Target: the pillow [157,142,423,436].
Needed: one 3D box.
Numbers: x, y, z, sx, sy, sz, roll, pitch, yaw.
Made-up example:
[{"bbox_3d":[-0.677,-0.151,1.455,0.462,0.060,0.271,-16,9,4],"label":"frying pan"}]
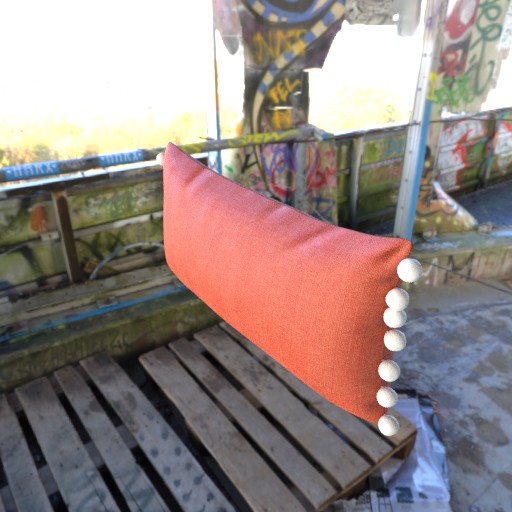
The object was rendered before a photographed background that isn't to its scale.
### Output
[{"bbox_3d":[0.000,0.000,0.838,0.201,0.322,0.709,-18,31,-32],"label":"pillow"}]
